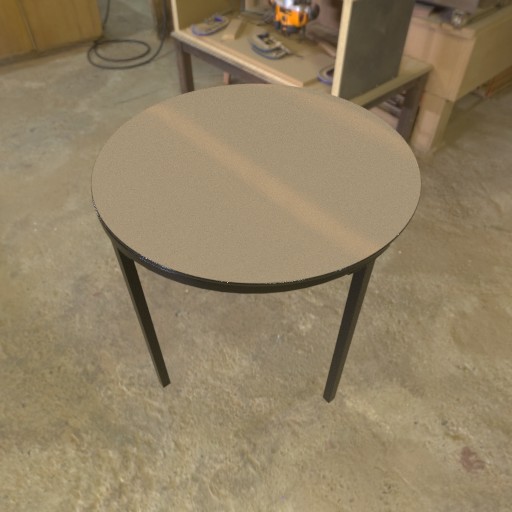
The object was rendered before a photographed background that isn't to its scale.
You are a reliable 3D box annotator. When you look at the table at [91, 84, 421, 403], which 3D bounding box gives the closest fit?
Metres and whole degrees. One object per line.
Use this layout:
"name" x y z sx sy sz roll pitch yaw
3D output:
"table" 0.000 0.000 0.851 0.499 0.443 0.499 0 47 0
